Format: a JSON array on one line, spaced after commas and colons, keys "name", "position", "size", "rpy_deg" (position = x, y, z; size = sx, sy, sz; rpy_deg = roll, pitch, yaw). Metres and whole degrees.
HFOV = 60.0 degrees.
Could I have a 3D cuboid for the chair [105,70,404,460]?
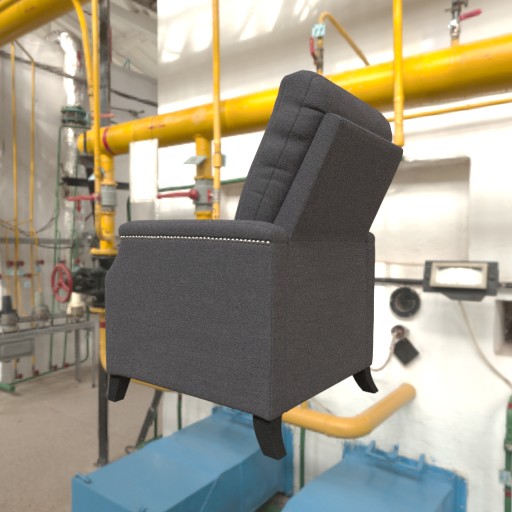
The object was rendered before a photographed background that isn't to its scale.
[{"name": "chair", "position": [0.000, 0.000, 1.619], "size": [0.922, 1.049, 0.710], "rpy_deg": [1, 2, 37]}]
